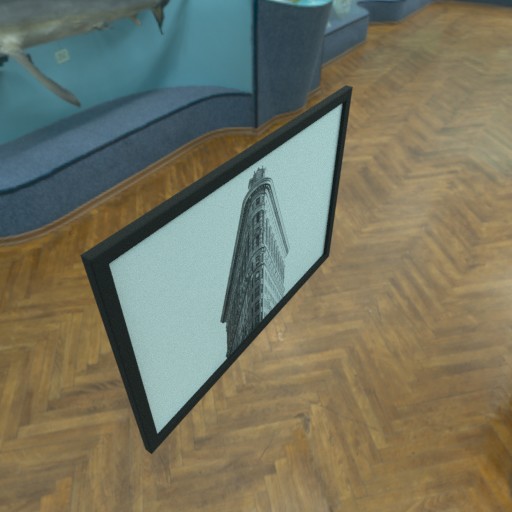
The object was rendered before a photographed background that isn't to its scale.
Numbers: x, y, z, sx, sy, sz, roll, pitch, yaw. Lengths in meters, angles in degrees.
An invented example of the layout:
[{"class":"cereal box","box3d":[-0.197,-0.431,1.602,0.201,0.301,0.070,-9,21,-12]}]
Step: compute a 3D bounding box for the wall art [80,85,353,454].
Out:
[{"class":"wall art","box3d":[0.000,0.000,1.226,0.026,0.656,0.958,25,46,26]}]
